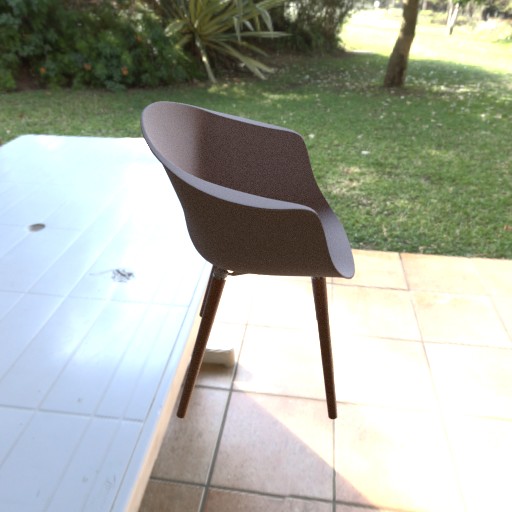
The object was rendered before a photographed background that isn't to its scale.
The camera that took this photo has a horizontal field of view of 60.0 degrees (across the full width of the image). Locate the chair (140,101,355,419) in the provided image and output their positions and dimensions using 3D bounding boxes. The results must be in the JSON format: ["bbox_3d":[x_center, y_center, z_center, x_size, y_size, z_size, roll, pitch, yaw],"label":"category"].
[{"bbox_3d":[0.000,0.000,1.203,0.504,0.781,0.593,1,31,2],"label":"chair"}]
